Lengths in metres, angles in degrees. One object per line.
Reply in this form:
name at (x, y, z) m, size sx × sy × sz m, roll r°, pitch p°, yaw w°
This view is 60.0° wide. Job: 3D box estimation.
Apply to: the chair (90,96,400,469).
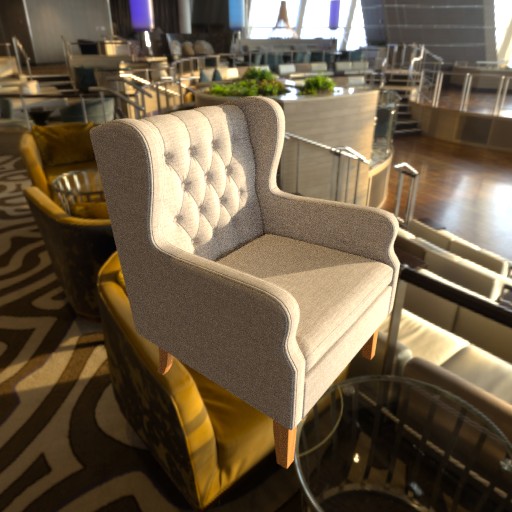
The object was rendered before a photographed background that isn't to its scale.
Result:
chair at (0.000, 0.000, 1.496) m, size 0.760 × 0.930 × 0.710 m, roll 19°, pitch 32°, yaw 32°
